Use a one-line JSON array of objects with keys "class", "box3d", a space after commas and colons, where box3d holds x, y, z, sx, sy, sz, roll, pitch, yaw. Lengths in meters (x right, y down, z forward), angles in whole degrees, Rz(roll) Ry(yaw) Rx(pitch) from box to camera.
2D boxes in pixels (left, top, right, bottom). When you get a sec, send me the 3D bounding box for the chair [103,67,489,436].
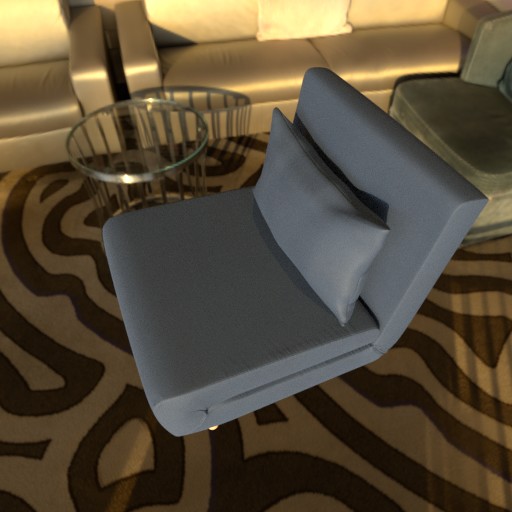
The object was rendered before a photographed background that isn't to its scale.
[{"class": "chair", "box3d": [0.000, 0.000, 1.433, 0.900, 0.808, 0.770, -18, 49, -16]}]
